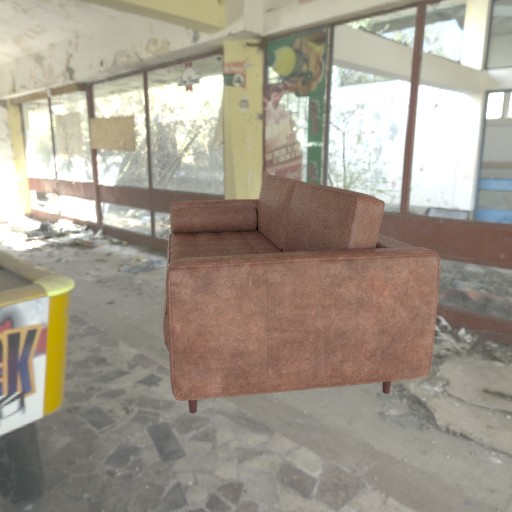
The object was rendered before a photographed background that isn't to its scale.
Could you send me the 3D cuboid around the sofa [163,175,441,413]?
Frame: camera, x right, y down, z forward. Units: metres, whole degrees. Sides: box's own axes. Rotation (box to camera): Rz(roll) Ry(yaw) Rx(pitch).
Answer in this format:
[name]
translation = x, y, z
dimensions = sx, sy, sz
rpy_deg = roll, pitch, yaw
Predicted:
[sofa]
translation = 0.000, 0.000, 2.285
dimensions = 0.910, 0.760, 1.870
rpy_deg = -2, 13, -10
